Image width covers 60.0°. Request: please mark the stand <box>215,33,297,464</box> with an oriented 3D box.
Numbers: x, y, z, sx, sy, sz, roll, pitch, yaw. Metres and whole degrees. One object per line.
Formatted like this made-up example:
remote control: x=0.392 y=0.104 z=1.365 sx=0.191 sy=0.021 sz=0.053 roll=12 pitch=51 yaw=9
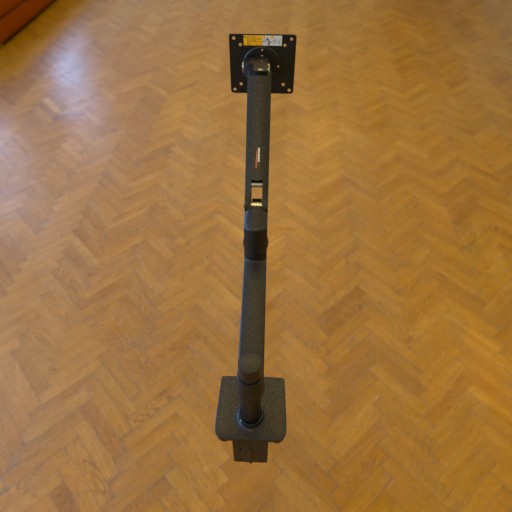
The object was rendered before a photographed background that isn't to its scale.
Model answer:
stand: x=0.000 y=0.000 z=0.992 sx=0.152 sy=0.713 sz=0.650 roll=2 pitch=46 yaw=1
